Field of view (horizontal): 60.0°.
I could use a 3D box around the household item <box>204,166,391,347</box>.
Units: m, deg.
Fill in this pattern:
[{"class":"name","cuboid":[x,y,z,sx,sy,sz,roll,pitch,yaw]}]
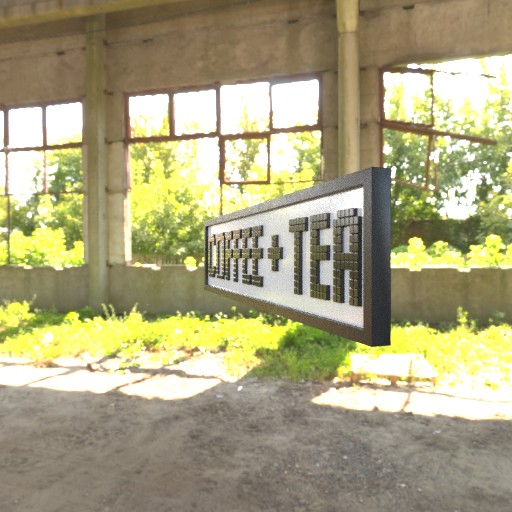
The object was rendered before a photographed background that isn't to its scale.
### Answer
[{"class":"household item","cuboid":[0.000,0.000,1.055,0.030,0.236,1.001,0,0,-19]}]
